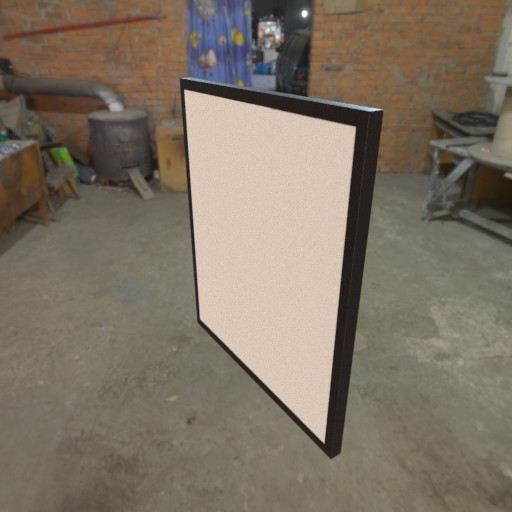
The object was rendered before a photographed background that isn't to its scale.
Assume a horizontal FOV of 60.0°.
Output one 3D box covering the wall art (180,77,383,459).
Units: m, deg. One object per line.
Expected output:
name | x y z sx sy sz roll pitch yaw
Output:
wall art | 0.000 0.000 0.721 0.021 0.509 0.430 -17 32 -30
